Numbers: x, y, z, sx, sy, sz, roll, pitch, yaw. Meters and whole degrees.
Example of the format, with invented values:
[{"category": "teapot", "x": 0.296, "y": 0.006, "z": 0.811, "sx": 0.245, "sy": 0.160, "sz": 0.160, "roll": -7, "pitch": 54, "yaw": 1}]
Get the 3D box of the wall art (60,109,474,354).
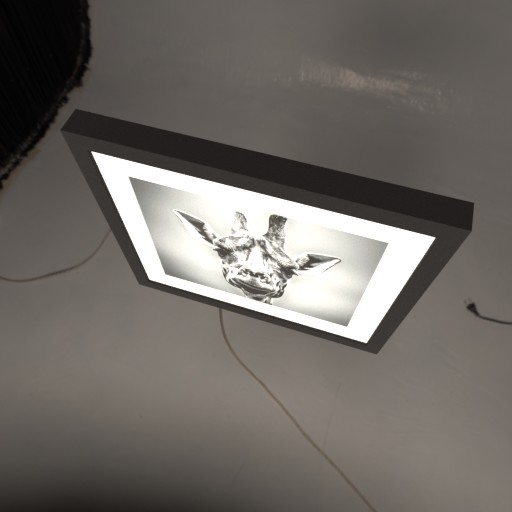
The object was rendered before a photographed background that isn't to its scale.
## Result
[{"category": "wall art", "x": 0.000, "y": 0.000, "z": 0.542, "sx": 0.381, "sy": 0.330, "sz": 0.031, "roll": 15, "pitch": 61, "yaw": 9}]
